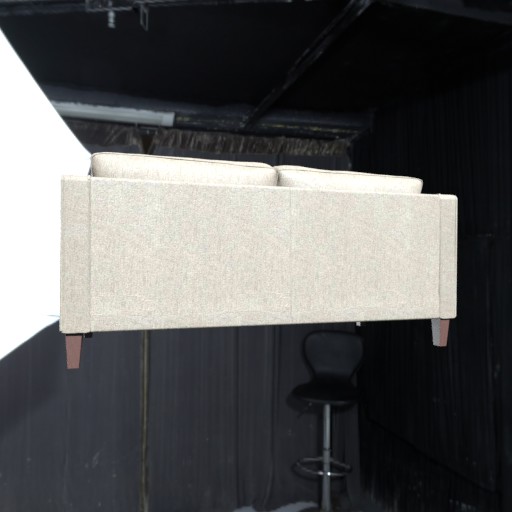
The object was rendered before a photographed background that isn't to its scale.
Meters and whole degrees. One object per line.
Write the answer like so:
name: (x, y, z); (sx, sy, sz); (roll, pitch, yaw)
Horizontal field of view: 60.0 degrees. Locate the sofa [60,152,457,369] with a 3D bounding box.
sofa: (0.000, 0.000, 2.820); (2.181, 1.074, 1.073); (0, -1, -17)
